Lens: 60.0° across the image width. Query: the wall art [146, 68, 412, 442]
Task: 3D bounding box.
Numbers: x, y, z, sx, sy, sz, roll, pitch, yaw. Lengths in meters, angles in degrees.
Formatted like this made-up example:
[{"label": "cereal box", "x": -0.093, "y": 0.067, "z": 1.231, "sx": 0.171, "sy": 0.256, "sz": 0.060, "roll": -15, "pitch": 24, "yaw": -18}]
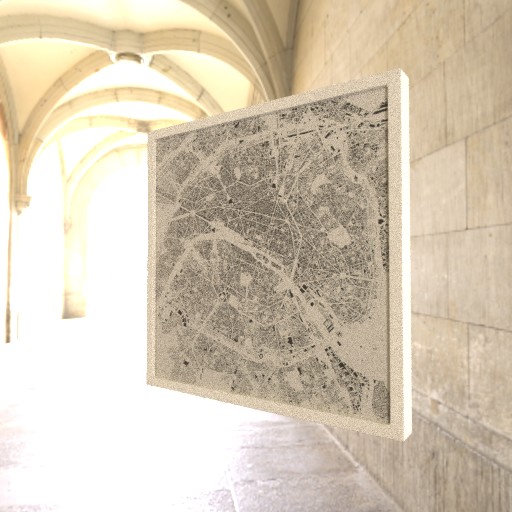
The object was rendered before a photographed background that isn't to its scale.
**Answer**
[{"label": "wall art", "x": 0.000, "y": 0.000, "z": 0.759, "sx": 0.508, "sy": 0.508, "sz": 0.038, "roll": -1, "pitch": -2, "yaw": 35}]
